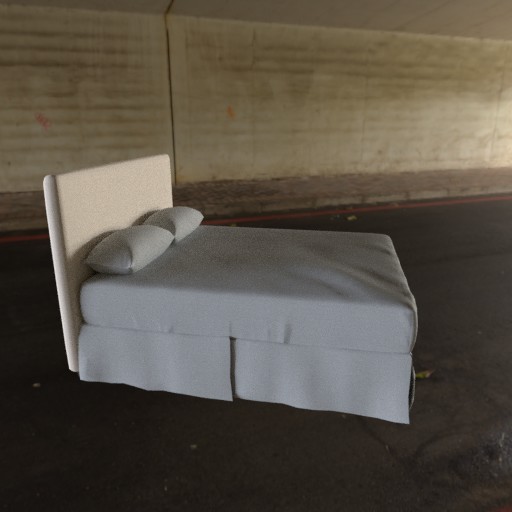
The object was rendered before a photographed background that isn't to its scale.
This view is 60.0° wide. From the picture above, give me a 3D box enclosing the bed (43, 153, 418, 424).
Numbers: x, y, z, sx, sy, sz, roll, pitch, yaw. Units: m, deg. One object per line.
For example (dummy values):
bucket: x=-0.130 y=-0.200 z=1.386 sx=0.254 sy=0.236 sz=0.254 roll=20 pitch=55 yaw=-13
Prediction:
bed: x=0.000 y=0.000 z=3.238 sx=2.142 sy=1.330 sz=1.748 roll=3 pitch=18 yaw=11
